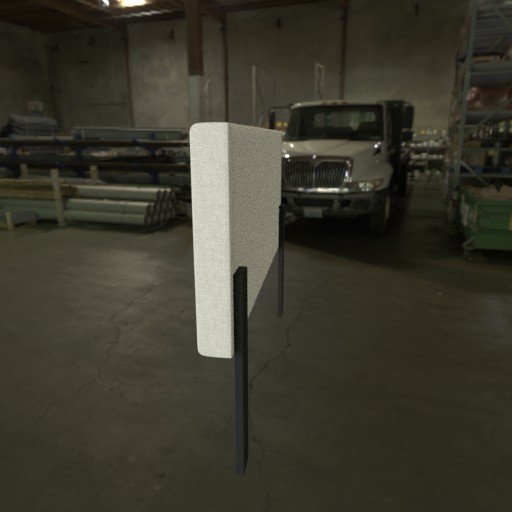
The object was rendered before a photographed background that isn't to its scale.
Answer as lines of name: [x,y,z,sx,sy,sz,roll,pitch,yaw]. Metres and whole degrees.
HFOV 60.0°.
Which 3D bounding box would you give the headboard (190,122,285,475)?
headboard: [0.000,0.000,2.750,0.184,1.524,2.051,2,15,8]
